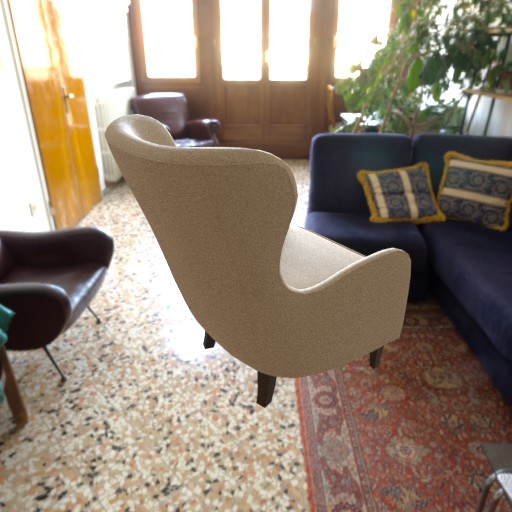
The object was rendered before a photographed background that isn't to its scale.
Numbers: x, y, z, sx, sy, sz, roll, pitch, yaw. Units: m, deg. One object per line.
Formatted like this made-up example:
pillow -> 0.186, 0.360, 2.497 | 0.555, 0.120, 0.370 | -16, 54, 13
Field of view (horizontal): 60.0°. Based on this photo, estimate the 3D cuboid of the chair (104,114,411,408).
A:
chair -> 0.000, 0.000, 1.787 | 0.984, 1.064, 0.861 | -17, 30, -31
